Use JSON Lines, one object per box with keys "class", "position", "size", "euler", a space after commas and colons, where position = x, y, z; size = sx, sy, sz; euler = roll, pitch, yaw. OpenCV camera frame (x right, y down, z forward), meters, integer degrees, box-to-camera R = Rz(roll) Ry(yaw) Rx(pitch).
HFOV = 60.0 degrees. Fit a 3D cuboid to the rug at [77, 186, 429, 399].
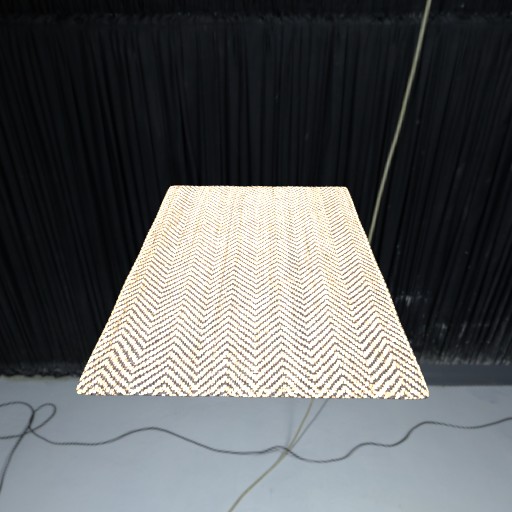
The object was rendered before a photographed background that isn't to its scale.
{"class": "rug", "position": [0.000, 0.000, 2.283], "size": [1.219, 0.008, 1.828], "euler": [0, 32, 1]}
